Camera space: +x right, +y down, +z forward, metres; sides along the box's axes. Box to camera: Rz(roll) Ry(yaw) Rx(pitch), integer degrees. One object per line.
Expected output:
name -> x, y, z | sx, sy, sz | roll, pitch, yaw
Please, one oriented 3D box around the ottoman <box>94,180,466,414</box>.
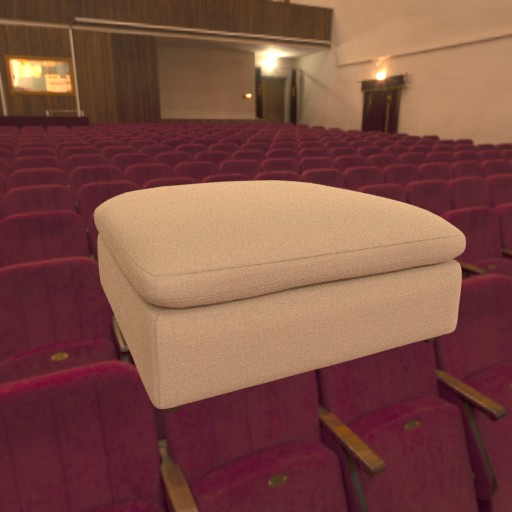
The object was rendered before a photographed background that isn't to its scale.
ottoman -> 0.000, 0.000, 1.547 | 0.977, 0.467, 0.996 | -8, 18, -25
